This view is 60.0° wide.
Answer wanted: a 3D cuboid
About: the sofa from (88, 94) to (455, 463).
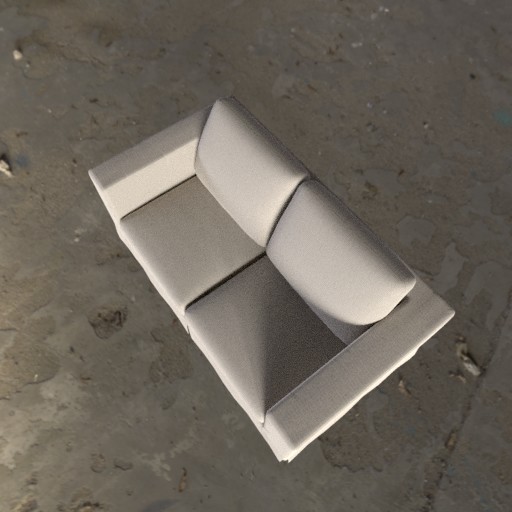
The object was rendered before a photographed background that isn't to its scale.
[{"bbox_3d":[0.000,0.000,2.431,1.009,0.932,1.813,-34,67,-16],"label":"sofa"}]
